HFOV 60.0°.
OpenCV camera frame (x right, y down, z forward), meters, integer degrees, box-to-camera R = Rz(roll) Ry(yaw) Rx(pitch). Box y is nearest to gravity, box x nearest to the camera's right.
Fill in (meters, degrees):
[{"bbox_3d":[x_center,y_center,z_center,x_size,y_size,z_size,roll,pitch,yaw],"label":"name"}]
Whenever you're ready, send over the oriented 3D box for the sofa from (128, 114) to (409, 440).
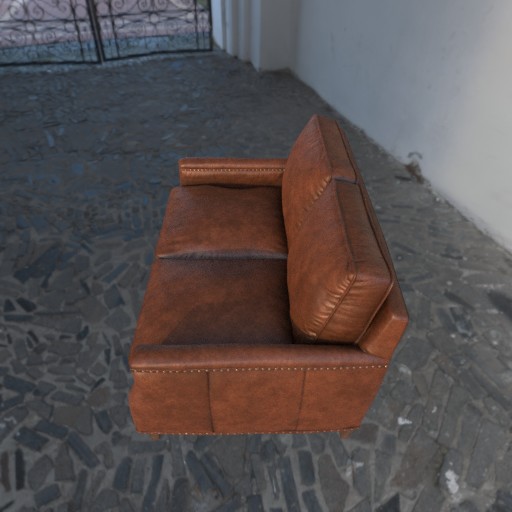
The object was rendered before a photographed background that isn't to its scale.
[{"bbox_3d":[0.000,0.000,2.320,1.083,1.003,1.628,0,41,0],"label":"sofa"}]
